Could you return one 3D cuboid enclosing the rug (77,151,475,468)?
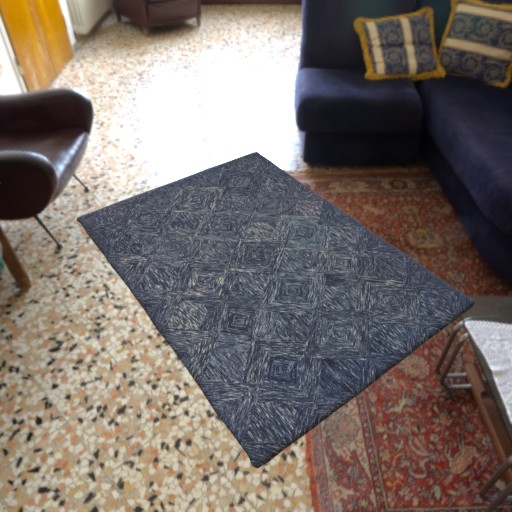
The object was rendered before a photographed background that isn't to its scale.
[{"bbox_3d":[0.000,0.000,4.271,2.385,0.024,3.245,-27,49,-26],"label":"rug"}]
